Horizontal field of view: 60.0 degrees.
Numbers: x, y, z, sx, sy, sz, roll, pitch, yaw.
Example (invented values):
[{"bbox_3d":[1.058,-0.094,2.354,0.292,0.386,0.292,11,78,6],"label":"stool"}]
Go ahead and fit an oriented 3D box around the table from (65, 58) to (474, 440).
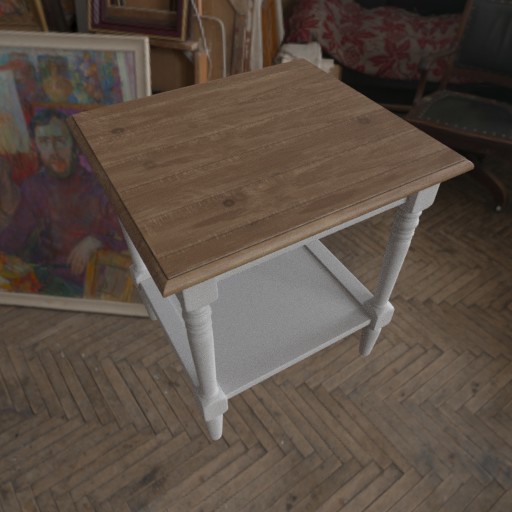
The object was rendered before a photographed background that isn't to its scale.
[{"bbox_3d":[0.000,0.000,0.919,0.508,0.561,0.457,-23,50,-21],"label":"table"}]
